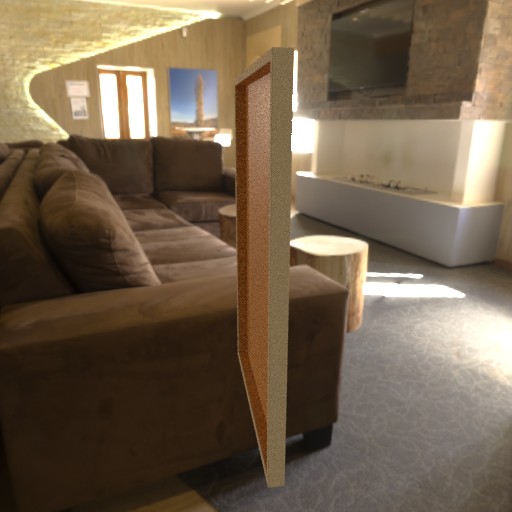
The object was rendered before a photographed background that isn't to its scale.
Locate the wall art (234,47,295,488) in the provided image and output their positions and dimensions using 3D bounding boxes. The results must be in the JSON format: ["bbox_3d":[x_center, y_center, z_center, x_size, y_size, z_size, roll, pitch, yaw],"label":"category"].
[{"bbox_3d":[0.000,0.000,1.165,0.038,0.914,0.610,-3,17,-8],"label":"wall art"}]
